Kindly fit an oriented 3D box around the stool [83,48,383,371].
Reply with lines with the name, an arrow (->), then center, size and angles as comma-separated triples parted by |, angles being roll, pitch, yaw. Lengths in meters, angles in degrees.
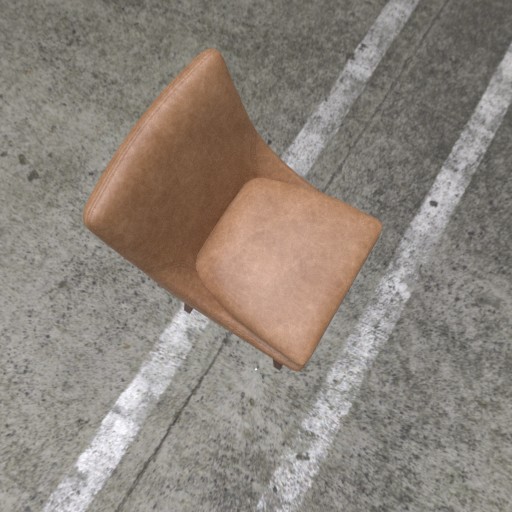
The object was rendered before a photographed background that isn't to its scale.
stool -> 0.000, 0.000, 1.373 | 0.572, 1.079, 0.487 | 31, 78, 7
